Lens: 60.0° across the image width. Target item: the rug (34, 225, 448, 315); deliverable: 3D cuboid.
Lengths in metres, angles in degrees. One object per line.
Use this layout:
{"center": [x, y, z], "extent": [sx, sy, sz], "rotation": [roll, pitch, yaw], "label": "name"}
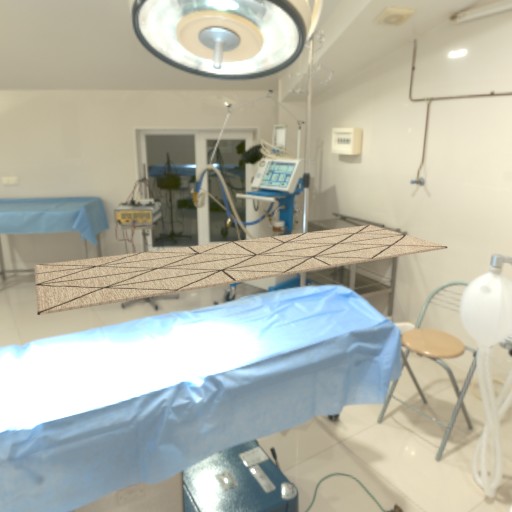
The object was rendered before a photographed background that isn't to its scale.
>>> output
{"center": [0.000, 0.000, 2.717], "extent": [2.438, 0.012, 0.762], "rotation": [-8, 18, -25], "label": "rug"}
